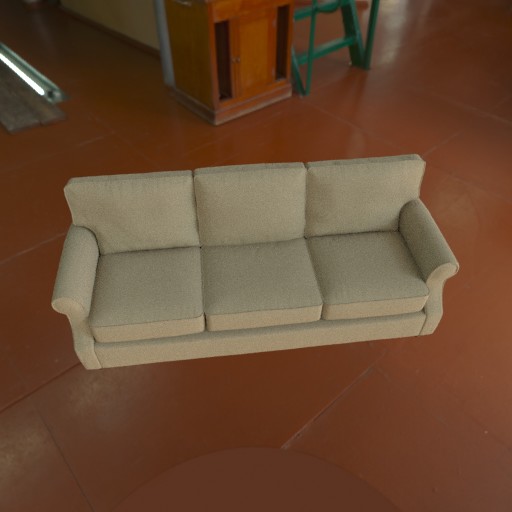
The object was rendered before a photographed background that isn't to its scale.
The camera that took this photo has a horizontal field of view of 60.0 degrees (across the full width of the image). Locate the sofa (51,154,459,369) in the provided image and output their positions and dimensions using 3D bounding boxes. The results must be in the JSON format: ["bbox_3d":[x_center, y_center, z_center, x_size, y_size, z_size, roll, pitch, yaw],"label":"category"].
[{"bbox_3d":[0.000,0.000,2.824,2.354,0.948,0.966,-5,45,-5],"label":"sofa"}]
